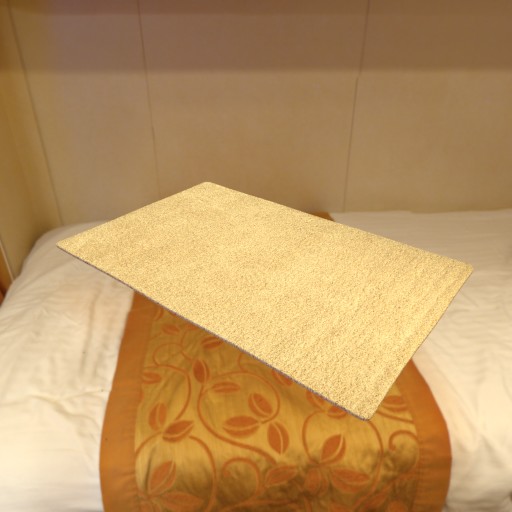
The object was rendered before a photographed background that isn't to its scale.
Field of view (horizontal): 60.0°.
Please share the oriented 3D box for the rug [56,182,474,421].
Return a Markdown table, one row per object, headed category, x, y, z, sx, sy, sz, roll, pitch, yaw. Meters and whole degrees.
| category | x | y | z | sx | sy | sz | roll | pitch | yaw |
| --- | --- | --- | --- | --- | --- | --- | --- | --- | --- |
| rug | 0.000 | 0.000 | 2.921 | 2.349 | 0.025 | 1.500 | 22 | 37 | 32 |
